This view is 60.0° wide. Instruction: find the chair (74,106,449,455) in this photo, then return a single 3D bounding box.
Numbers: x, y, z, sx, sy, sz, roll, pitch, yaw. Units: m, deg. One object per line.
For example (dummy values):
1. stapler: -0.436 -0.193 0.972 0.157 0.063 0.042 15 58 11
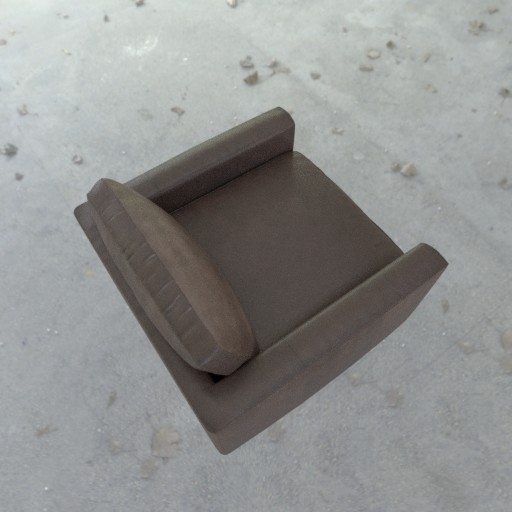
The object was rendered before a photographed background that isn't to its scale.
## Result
1. chair: 0.000 0.000 1.843 1.069 0.812 1.100 -31 64 -17
